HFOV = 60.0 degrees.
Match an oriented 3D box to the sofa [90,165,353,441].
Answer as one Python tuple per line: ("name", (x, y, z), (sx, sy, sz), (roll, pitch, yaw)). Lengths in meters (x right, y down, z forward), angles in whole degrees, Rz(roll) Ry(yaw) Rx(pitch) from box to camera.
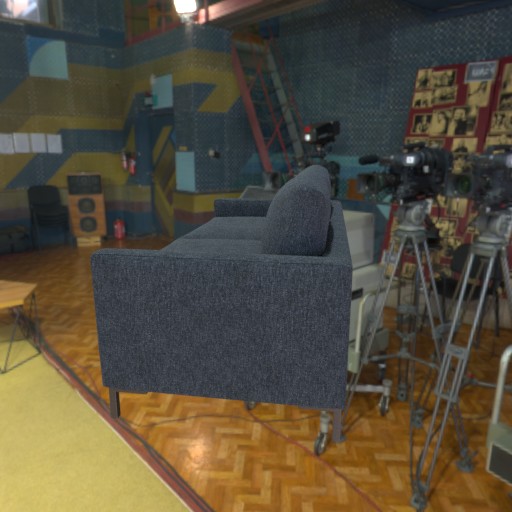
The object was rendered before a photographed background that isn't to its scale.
("sofa", (0.000, 0.000, 2.233), (0.866, 0.862, 1.716), (2, 14, 9))
